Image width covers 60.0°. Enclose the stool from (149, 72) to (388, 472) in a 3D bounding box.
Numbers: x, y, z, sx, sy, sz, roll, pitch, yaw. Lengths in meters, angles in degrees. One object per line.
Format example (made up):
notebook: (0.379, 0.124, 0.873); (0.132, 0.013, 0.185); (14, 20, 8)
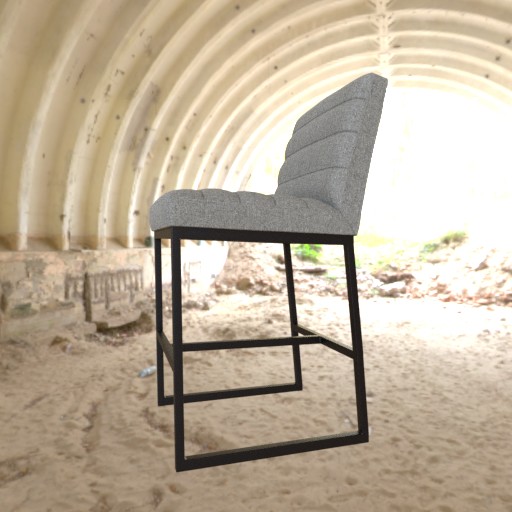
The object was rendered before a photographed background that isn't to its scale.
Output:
stool: (0.000, 0.000, 1.250); (0.560, 0.940, 0.460); (-1, 2, -18)
